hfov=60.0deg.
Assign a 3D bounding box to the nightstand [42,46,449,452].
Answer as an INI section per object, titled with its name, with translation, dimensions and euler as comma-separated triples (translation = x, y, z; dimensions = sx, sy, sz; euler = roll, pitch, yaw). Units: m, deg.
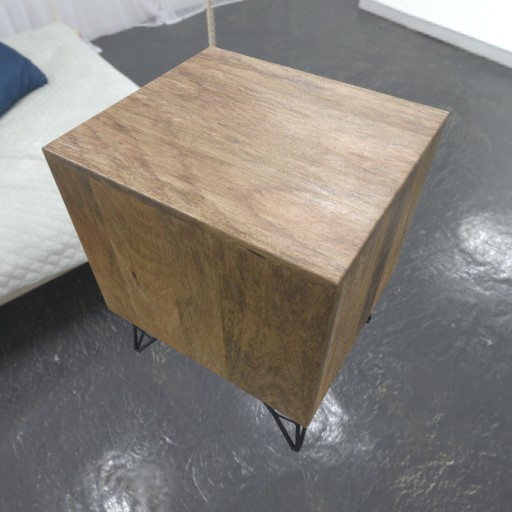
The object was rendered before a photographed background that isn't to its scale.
[nightstand]
translation = 0.000, 0.000, 0.859
dimensions = 0.457, 0.559, 0.406
euler = 25, 52, 21
